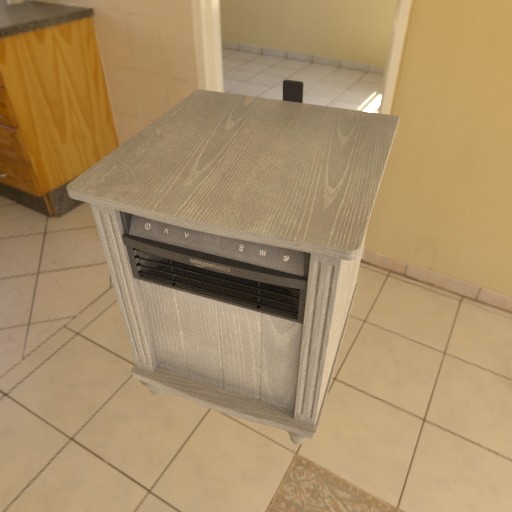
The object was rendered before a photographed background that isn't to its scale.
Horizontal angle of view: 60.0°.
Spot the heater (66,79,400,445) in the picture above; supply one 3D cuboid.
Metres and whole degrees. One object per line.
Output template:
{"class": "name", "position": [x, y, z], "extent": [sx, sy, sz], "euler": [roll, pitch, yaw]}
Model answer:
{"class": "heater", "position": [0.000, 0.000, 0.763], "extent": [0.362, 0.481, 0.400], "euler": [13, 41, 16]}
